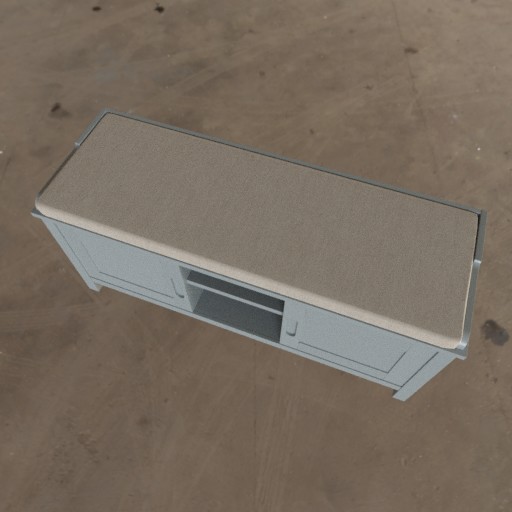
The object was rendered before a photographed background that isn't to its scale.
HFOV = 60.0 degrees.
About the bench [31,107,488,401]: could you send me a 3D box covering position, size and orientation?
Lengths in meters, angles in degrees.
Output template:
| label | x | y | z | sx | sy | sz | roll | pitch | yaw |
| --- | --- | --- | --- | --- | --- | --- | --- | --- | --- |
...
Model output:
| label | x | y | z | sx | sy | sz | roll | pitch | yaw |
| --- | --- | --- | --- | --- | --- | --- | --- | --- | --- |
| bench | 0.000 | 0.000 | 1.351 | 1.140 | 0.501 | 0.398 | 18 | 60 | 11 |
